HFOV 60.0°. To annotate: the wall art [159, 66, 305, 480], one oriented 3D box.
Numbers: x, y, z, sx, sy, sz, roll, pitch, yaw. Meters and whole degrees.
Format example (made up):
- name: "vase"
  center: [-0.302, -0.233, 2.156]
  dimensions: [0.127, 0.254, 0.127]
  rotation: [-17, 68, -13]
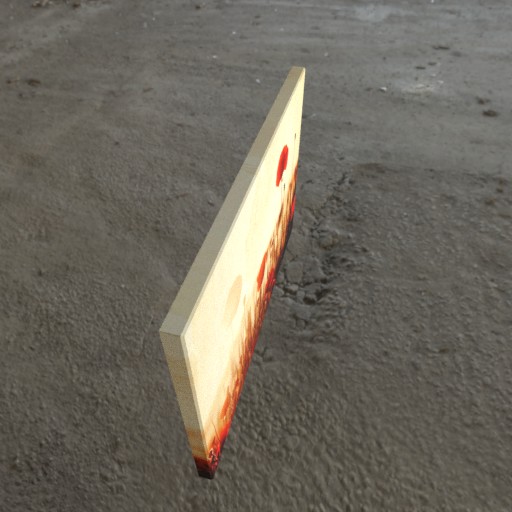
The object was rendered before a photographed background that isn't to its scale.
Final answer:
- name: "wall art"
  center: [0.000, 0.000, 1.143]
  dimensions: [0.038, 0.602, 0.918]
  rotation: [11, 47, 10]
